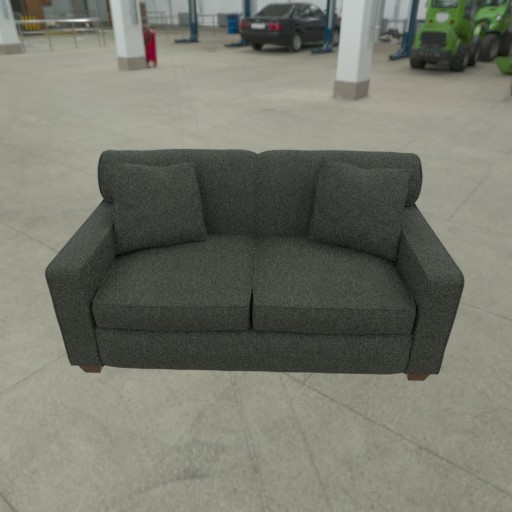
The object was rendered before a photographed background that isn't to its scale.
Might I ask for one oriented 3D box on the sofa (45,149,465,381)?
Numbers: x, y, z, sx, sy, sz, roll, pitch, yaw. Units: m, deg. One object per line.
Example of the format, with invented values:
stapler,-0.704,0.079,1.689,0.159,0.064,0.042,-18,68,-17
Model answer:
sofa,0.000,0.000,2.390,1.846,0.958,0.998,1,30,2
